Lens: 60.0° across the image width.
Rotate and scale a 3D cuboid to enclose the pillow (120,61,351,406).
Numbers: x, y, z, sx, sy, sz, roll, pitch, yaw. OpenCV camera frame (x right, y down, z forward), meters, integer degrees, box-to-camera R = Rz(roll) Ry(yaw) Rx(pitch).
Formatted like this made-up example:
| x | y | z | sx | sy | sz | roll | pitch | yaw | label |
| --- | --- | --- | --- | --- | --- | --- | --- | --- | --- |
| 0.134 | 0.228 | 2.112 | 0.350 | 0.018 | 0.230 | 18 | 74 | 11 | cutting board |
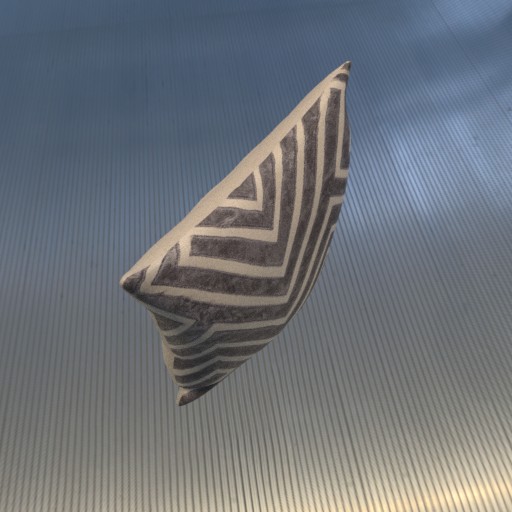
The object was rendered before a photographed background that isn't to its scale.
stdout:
| x | y | z | sx | sy | sz | roll | pitch | yaw | label |
| --- | --- | --- | --- | --- | --- | --- | --- | --- | --- |
| 0.000 | 0.000 | 0.682 | 0.182 | 0.441 | 0.440 | 32 | 63 | 18 | pillow |
